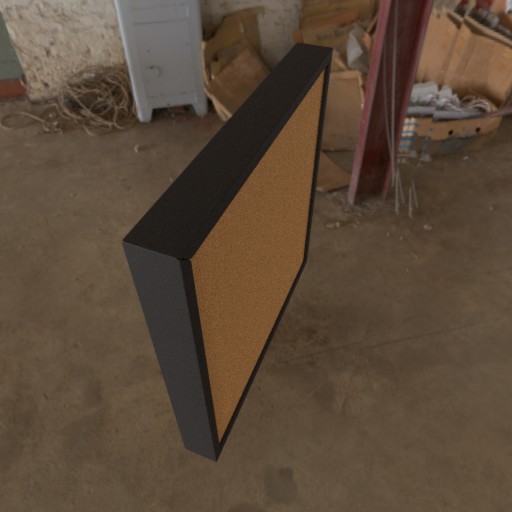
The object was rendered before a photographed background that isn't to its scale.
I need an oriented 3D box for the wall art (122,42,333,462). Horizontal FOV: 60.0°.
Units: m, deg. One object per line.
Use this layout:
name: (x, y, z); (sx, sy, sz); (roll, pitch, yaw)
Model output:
wall art: (0.000, 0.000, 0.447); (0.037, 0.305, 0.305); (16, 49, 15)
